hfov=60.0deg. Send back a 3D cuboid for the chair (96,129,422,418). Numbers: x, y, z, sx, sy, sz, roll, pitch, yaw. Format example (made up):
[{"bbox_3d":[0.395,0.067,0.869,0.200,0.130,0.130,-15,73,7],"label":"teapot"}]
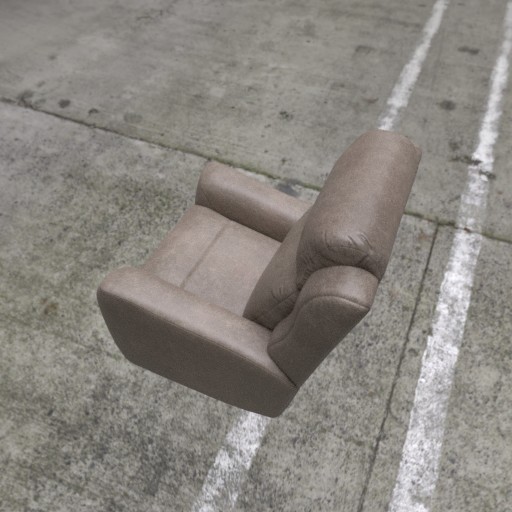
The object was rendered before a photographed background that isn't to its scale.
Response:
[{"bbox_3d":[0.000,0.000,1.921,1.068,1.116,0.967,18,49,16],"label":"chair"}]
